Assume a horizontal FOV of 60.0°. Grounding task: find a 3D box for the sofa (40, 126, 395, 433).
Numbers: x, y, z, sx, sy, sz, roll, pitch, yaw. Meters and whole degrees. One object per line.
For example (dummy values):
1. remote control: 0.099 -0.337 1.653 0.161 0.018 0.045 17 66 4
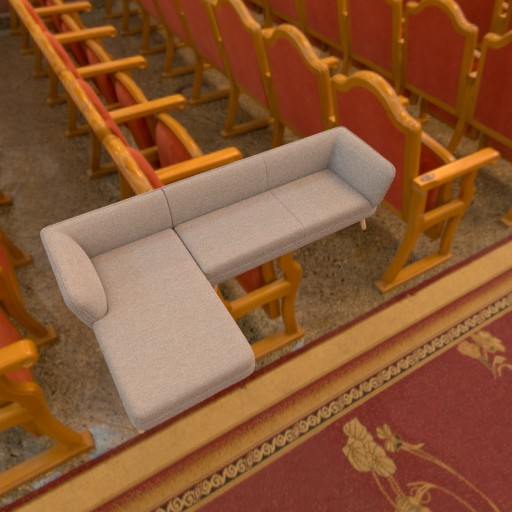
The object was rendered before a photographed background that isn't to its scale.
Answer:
1. sofa: 0.000 0.000 3.329 2.653 0.693 1.532 -23 52 -20
